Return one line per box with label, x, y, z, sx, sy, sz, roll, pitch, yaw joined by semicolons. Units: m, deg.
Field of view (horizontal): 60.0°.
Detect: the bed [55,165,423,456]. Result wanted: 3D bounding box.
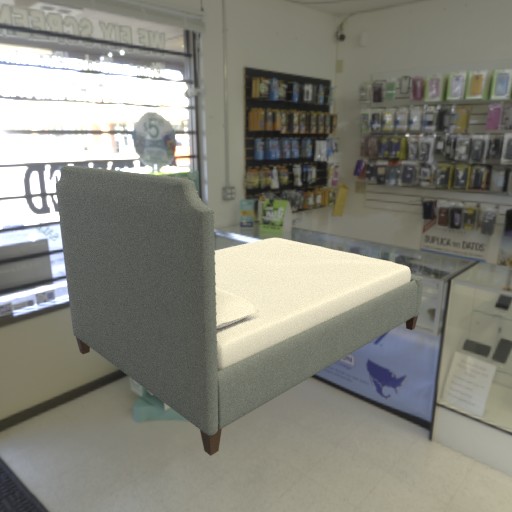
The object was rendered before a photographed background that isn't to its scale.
bed;0.000;0.000;3.476;2.372;1.443;1.712;-14;21;-42
